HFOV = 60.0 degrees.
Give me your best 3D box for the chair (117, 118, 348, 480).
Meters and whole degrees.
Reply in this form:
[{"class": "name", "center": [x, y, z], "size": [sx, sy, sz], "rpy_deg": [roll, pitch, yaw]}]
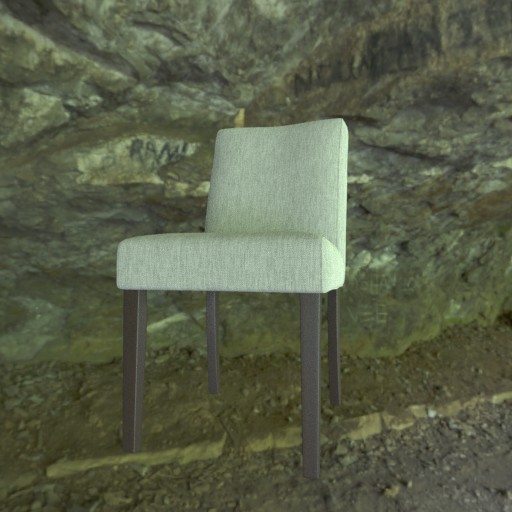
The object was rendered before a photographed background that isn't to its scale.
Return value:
[{"class": "chair", "center": [0.000, 0.000, 1.218], "size": [0.487, 0.884, 0.629], "rpy_deg": [0, -1, 17]}]
